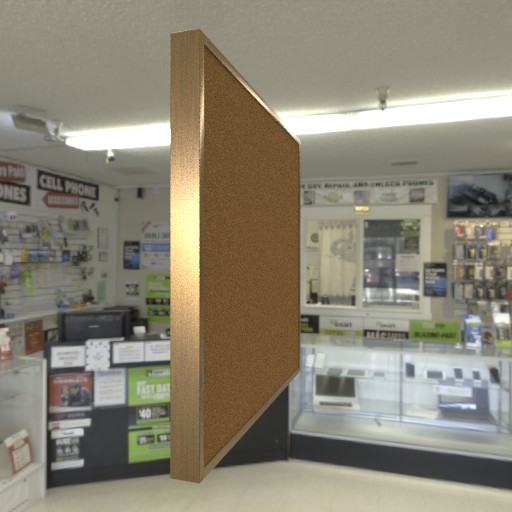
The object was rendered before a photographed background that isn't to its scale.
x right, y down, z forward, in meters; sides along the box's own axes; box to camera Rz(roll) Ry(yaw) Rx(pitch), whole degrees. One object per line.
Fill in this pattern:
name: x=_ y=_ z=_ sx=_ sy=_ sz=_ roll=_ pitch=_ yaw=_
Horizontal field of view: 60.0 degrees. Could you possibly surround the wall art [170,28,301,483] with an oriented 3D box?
wall art: x=0.000 y=0.000 z=0.737 sx=0.037 sy=0.505 sz=0.505 roll=0 pitch=0 yaw=18
